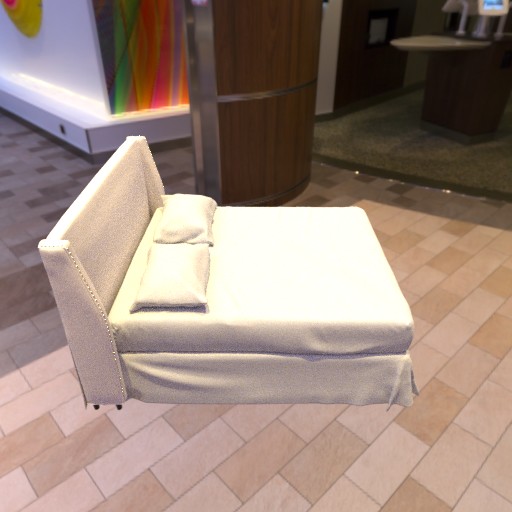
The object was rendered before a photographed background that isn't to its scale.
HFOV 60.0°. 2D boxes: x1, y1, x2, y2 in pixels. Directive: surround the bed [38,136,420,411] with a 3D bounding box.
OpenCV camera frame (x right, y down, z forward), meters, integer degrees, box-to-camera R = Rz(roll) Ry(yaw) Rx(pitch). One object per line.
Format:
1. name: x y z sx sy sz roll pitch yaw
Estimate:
1. bed: 0.000 0.000 3.424 2.276 1.332 1.925 0 32 0
